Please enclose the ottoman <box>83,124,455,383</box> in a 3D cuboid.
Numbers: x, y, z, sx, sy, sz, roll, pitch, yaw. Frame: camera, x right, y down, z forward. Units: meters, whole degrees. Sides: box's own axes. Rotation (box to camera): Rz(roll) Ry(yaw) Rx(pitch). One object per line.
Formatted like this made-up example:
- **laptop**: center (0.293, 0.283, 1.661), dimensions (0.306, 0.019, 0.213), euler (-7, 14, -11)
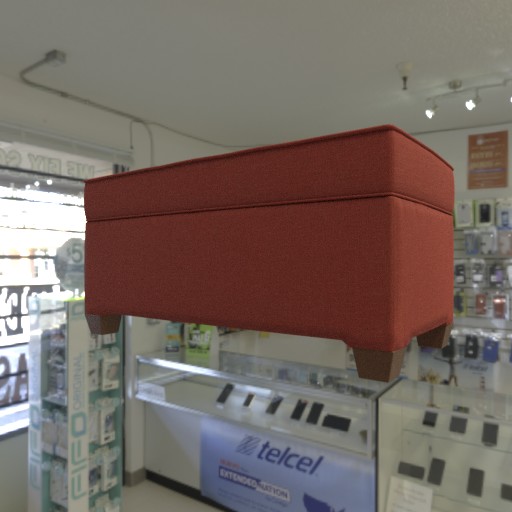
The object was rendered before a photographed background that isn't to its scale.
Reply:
- **ottoman**: center (0.000, 0.000, 1.215), dimensions (0.948, 0.454, 0.497), euler (0, -1, 36)
